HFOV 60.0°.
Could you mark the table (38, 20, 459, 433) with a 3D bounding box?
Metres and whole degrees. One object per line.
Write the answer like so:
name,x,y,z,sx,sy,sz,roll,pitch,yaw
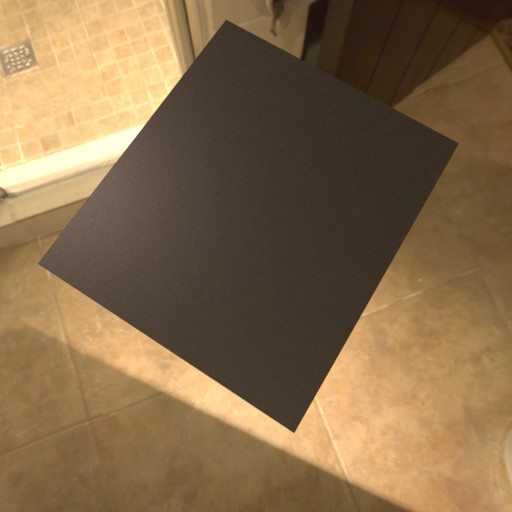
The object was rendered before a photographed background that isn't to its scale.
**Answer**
table,0.000,0.000,0.906,0.399,0.610,0.460,31,78,8
